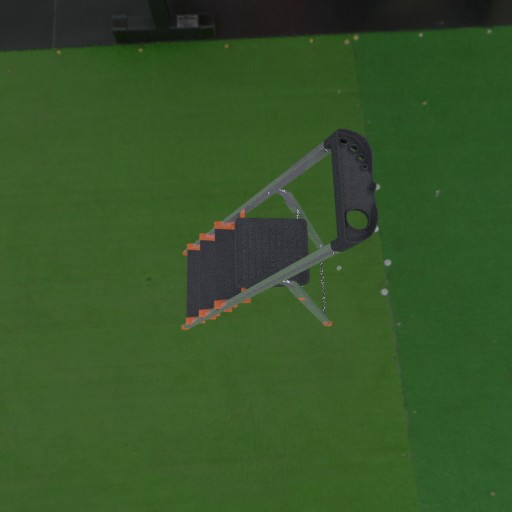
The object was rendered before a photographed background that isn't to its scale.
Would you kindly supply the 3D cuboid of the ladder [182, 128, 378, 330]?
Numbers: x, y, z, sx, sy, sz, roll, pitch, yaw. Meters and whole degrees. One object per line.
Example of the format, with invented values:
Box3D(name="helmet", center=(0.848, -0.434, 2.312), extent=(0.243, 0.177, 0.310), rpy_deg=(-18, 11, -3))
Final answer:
Box3D(name="ladder", center=(0.000, 0.000, 1.822), extent=(0.834, 1.429, 0.452), rpy_deg=(-1, 75, 0))
